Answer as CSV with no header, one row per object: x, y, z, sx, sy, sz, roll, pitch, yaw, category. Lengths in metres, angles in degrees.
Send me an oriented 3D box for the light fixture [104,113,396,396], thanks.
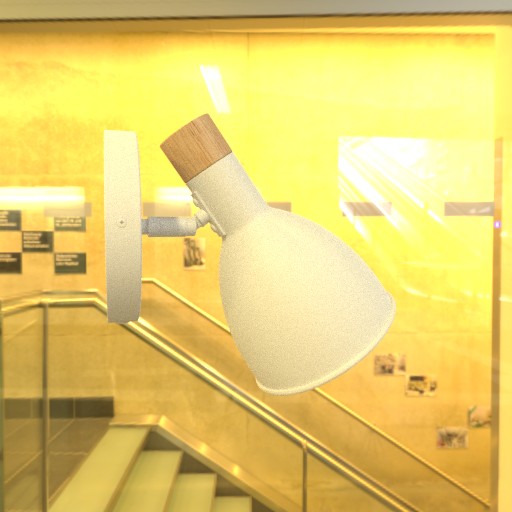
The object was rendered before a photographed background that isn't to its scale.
0.000,0.000,0.325,0.209,0.199,0.127,0,1,-18,light fixture
